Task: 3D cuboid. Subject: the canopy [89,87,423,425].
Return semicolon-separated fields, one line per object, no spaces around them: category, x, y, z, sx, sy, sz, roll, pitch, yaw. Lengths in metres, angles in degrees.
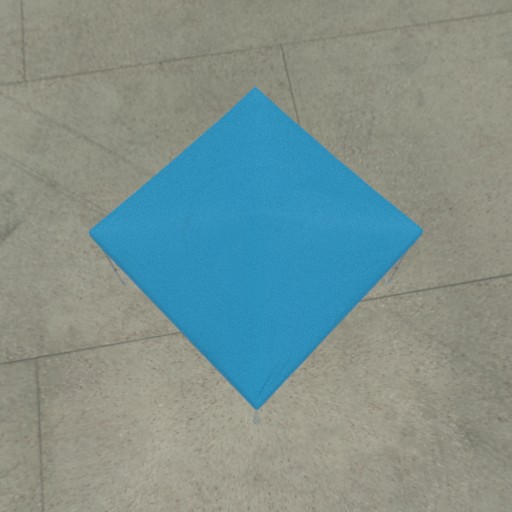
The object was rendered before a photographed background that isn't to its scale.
canopy;0.000;0.000;6.624;3.599;3.600;3.600;44;79;11
